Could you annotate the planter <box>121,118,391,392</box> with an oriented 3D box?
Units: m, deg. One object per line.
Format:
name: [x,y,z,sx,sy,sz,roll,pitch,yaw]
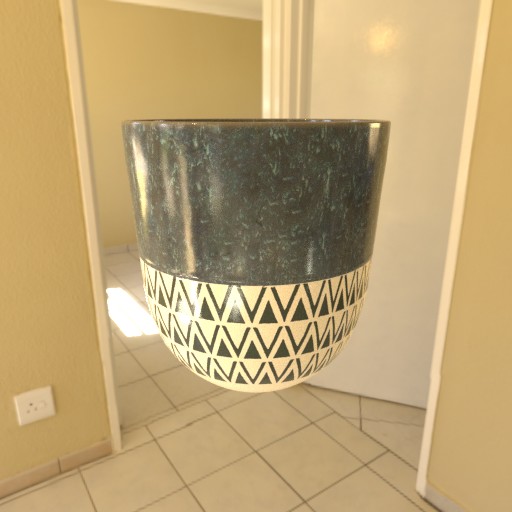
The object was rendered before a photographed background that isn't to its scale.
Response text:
planter: [0.000,0.000,0.365,0.195,0.214,0.195,0,18,0]
